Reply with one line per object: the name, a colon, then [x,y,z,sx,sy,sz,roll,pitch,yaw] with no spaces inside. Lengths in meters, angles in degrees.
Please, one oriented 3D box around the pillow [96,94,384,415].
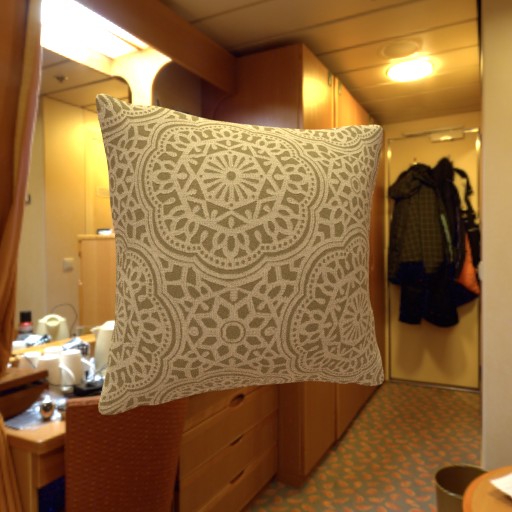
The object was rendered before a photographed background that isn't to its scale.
pillow: [0.000,0.000,0.646,0.438,0.421,0.167,0,1,-19]
